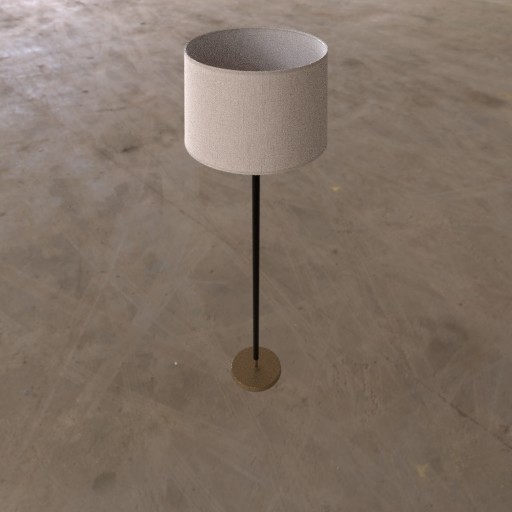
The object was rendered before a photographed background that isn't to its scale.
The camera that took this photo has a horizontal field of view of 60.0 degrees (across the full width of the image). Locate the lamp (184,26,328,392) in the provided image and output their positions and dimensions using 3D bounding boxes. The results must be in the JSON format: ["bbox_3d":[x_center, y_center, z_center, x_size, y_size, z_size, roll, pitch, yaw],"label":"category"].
[{"bbox_3d":[0.000,0.000,1.624,0.420,1.447,0.420,0,42,0],"label":"lamp"}]
